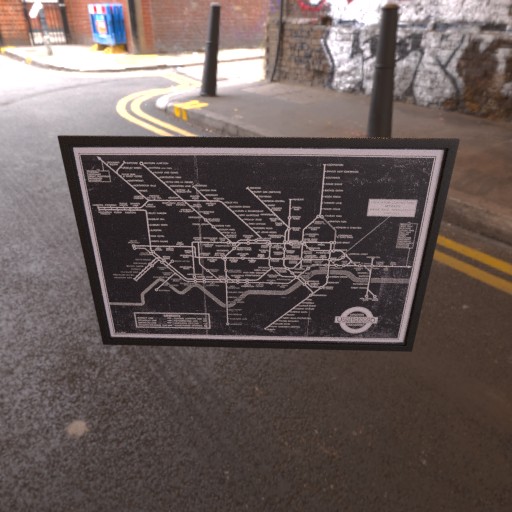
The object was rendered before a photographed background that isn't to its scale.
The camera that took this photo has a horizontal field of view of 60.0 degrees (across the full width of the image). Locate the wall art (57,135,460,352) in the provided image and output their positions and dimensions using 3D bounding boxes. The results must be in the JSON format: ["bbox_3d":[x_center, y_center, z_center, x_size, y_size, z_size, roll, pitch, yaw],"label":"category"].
[{"bbox_3d":[0.000,0.000,1.515,1.192,0.811,0.013,1,29,2],"label":"wall art"}]
